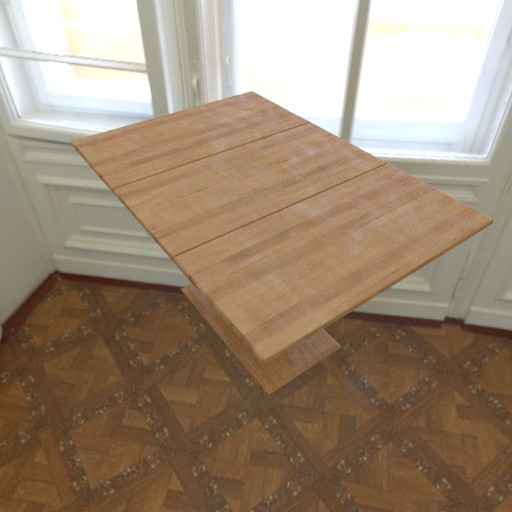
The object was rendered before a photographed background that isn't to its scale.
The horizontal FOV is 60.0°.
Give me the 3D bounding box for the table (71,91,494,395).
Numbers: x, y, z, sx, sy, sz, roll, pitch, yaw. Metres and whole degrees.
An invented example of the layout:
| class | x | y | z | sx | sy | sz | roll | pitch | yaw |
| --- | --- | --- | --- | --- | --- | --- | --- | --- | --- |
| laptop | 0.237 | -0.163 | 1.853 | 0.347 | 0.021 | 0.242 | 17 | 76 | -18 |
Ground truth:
| class | x | y | z | sx | sy | sz | roll | pitch | yaw |
| --- | --- | --- | --- | --- | --- | --- | --- | --- | --- |
| table | 0.000 | 0.000 | 1.838 | 0.900 | 0.770 | 1.300 | -26 | 48 | -26 |
